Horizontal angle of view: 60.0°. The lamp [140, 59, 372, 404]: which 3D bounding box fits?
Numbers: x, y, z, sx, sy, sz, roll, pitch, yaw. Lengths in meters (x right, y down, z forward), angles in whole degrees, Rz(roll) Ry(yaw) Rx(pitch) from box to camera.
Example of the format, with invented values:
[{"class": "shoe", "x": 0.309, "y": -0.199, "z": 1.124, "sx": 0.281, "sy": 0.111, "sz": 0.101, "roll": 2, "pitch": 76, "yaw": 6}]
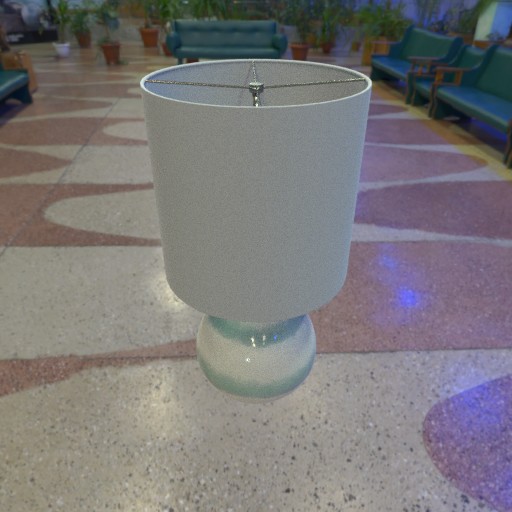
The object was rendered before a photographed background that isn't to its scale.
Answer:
[{"class": "lamp", "x": 0.000, "y": 0.000, "z": 0.532, "sx": 0.217, "sy": 0.404, "sz": 0.217, "roll": -1, "pitch": 33, "yaw": -2}]
